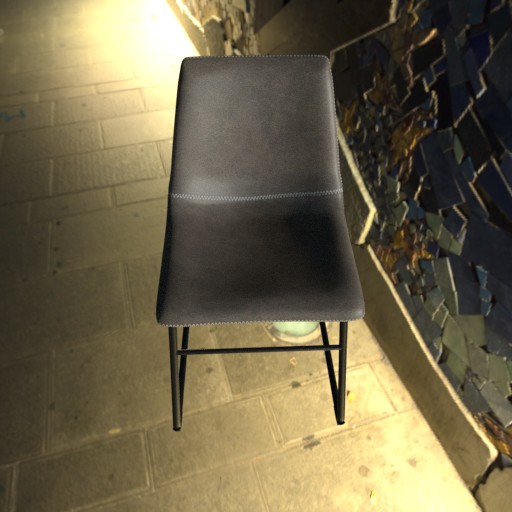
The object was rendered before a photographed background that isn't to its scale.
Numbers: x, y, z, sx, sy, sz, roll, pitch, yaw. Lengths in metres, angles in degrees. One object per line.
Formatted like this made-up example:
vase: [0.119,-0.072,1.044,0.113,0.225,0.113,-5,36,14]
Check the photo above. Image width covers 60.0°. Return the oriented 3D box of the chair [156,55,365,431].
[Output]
chair: [0.000,0.000,1.102,0.460,0.780,0.550,-2,45,-2]
